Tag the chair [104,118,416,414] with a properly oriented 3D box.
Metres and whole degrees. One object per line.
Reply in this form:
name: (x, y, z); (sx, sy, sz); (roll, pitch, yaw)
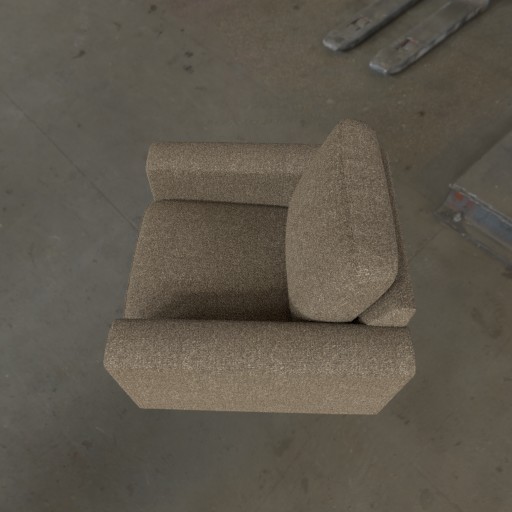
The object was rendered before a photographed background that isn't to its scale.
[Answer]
chair: (0.000, 0.000, 1.736); (1.016, 0.873, 1.005); (1, 58, 1)
